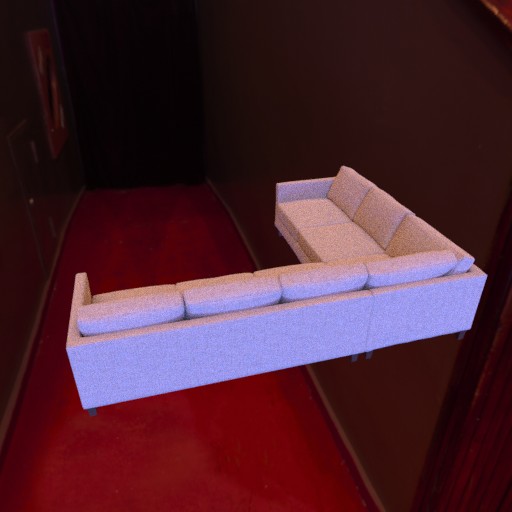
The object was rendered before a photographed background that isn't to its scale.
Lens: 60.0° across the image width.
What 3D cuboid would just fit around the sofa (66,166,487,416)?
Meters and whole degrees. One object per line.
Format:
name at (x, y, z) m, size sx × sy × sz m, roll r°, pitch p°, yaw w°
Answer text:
sofa at (0.000, 0.000, 4.281) m, size 3.182 × 0.863 × 2.432 m, roll -8°, pitch 31°, yaw -13°
